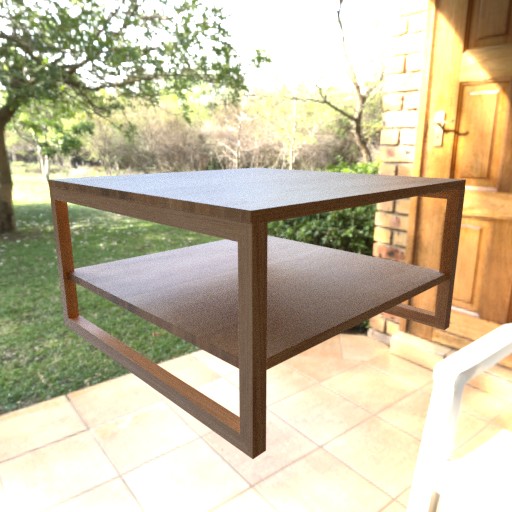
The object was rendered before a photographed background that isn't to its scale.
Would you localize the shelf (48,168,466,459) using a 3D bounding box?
[{"bbox_3d":[0.000,0.000,1.405,0.899,0.480,0.899,-14,20,-43],"label":"shelf"}]
